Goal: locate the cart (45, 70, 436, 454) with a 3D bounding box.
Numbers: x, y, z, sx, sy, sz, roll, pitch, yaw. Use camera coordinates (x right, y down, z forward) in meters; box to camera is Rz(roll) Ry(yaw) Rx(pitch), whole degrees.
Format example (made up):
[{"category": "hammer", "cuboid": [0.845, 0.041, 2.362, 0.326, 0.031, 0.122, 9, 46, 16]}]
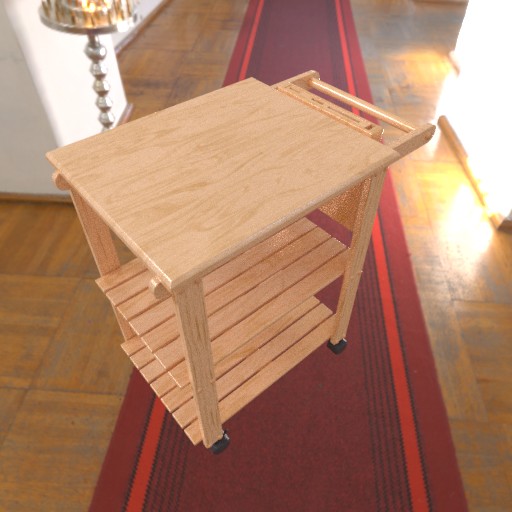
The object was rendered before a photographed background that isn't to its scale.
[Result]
[{"category": "cart", "cuboid": [0.000, 0.000, 1.329, 0.843, 0.816, 0.520, -31, 53, -27]}]
